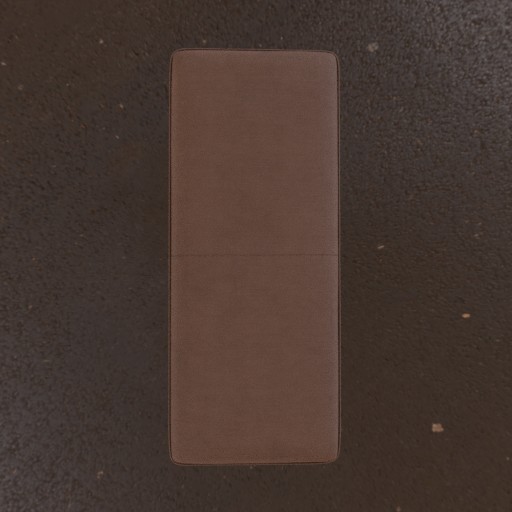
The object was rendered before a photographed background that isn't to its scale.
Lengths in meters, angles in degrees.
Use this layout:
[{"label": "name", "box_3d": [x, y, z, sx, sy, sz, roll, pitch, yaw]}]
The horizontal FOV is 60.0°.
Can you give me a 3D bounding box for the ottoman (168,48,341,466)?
[{"label": "ottoman", "box_3d": [0.000, 0.000, 2.031, 0.751, 0.470, 1.764, 0, 89, -1]}]
